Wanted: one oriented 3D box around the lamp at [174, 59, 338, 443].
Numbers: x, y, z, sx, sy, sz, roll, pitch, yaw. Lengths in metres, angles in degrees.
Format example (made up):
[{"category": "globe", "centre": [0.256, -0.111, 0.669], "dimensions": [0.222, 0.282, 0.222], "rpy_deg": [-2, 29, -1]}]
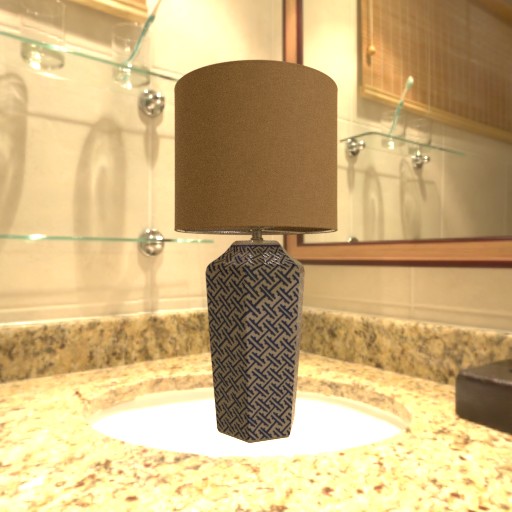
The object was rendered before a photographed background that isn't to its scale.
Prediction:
[{"category": "lamp", "centre": [0.000, 0.000, 0.883], "dimensions": [0.320, 0.682, 0.320], "rpy_deg": [0, 0, 15]}]
